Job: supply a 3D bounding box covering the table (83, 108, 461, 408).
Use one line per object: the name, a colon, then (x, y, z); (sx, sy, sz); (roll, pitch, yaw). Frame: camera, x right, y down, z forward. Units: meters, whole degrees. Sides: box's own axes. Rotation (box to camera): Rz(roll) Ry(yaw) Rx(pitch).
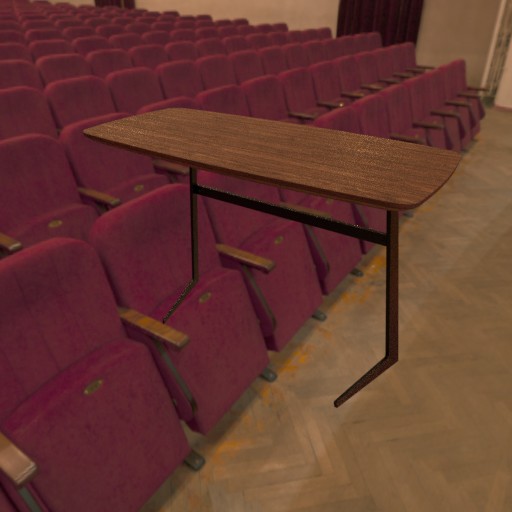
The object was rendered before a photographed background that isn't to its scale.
table: (0.000, 0.000, 1.104); (0.804, 0.576, 0.361); (19, 35, 29)
